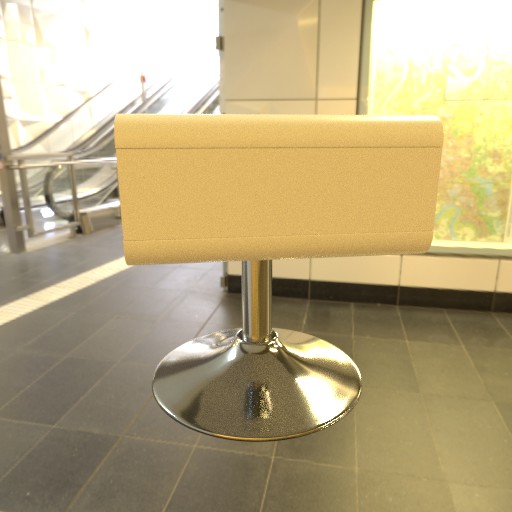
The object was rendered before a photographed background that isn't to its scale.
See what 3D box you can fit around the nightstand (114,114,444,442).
[{"bbox_3d":[0.000,0.000,0.753,0.404,0.447,0.399,-2,16,-8],"label":"nightstand"}]
